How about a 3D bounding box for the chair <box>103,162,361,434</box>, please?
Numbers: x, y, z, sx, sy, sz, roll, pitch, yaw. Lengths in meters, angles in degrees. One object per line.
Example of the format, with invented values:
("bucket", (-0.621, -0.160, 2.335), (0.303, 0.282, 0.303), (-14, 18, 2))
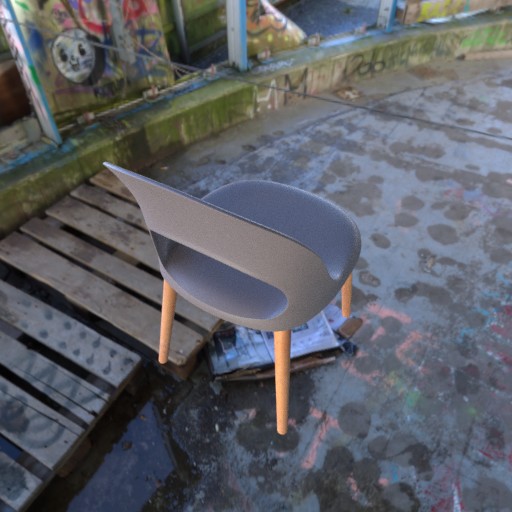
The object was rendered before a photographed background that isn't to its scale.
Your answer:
("chair", (0.000, 0.000, 1.145), (0.470, 0.795, 0.556), (24, 50, 21))
